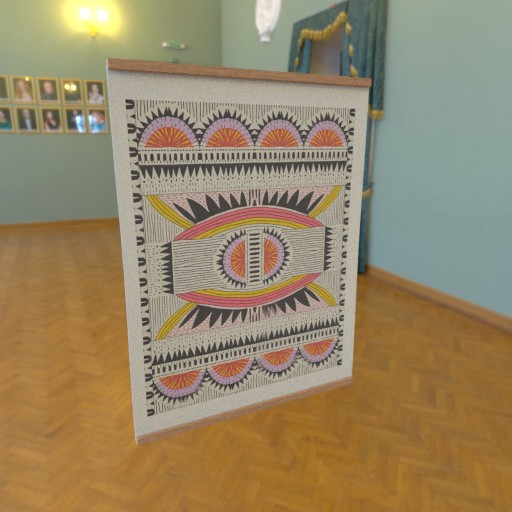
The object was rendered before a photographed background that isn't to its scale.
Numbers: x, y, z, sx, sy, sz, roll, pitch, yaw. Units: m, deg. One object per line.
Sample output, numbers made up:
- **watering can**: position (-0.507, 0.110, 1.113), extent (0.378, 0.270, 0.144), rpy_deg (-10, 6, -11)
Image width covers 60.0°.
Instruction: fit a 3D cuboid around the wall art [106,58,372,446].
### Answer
- **wall art**: position (0.000, 0.000, 1.302), extent (0.765, 1.016, 0.028), rpy_deg (-7, 16, -26)
